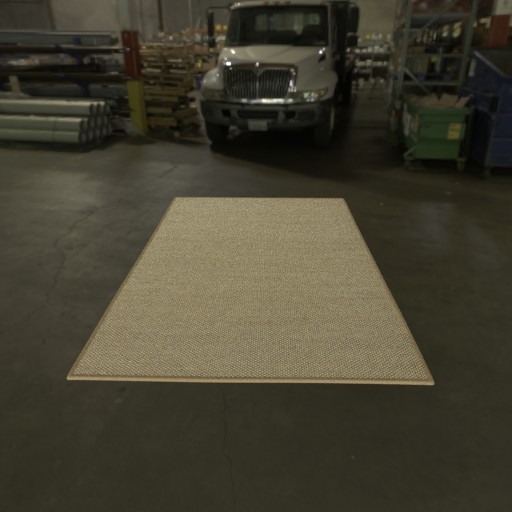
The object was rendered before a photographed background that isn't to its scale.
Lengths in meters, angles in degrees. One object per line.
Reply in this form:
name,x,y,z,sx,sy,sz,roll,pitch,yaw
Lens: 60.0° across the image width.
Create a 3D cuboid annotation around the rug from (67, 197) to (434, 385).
rug,0.000,0.000,2.018,1.062,0.013,1.667,1,26,1
